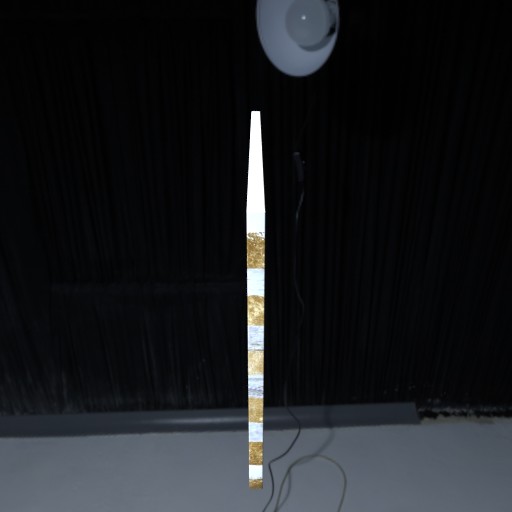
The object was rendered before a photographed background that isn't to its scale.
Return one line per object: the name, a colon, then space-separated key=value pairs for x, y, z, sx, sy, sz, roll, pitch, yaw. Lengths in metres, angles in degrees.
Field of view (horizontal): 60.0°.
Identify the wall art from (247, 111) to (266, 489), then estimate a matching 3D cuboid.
wall art: x=0.000 y=0.000 z=1.195 sx=0.027 sy=0.610 sz=0.932 roll=0 pitch=27 yaw=0
